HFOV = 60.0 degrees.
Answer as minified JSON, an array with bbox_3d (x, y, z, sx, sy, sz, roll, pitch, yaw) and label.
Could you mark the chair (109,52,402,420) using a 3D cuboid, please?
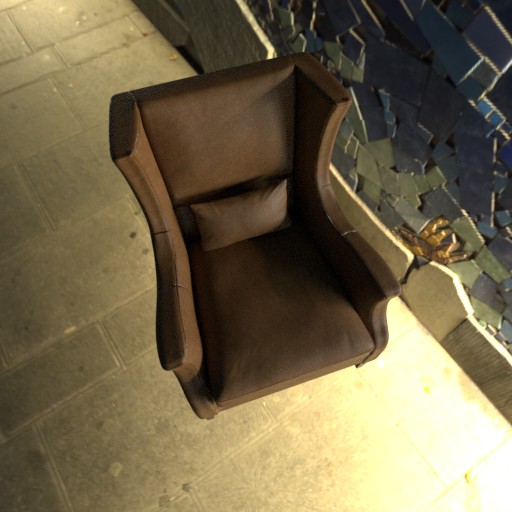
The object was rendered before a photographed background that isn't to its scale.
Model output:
[{"bbox_3d":[0.000,0.000,1.676,0.852,1.016,0.925,-17,63,-9],"label":"chair"}]
